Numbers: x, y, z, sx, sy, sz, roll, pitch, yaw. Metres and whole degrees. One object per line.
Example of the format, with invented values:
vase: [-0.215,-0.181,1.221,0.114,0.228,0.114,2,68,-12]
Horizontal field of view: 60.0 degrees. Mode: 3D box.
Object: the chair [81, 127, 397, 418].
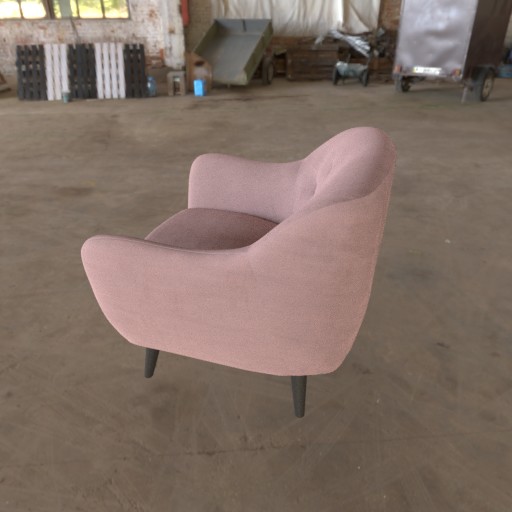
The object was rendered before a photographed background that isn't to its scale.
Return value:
chair: [0.000,0.000,1.529,0.820,0.820,0.840,8,31,14]
